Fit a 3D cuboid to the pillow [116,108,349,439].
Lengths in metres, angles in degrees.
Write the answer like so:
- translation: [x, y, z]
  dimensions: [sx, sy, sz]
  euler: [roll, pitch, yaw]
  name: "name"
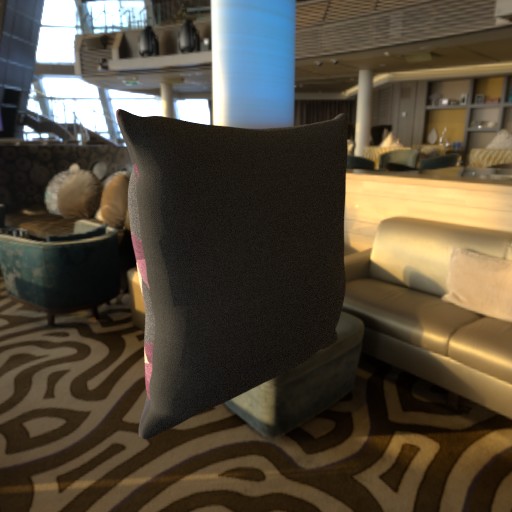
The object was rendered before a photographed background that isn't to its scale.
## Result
- translation: [0.000, 0.000, 0.789]
  dimensions: [0.503, 0.496, 0.208]
  euler: [-14, 21, -42]
  name: "pillow"
